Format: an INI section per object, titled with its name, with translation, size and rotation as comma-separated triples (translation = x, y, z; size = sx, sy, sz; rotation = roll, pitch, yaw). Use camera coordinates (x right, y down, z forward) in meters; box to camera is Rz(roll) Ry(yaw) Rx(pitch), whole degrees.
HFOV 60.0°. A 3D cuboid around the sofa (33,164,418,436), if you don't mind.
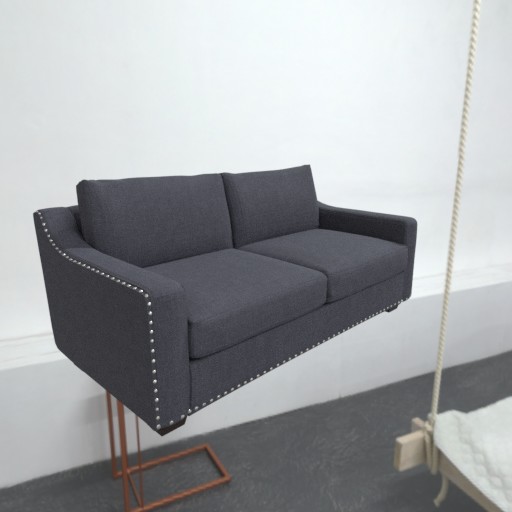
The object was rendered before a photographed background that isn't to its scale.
[sofa]
translation = 0.000, 0.000, 3.230
size = 2.550, 1.196, 1.336
rotation = -15, 21, -43
